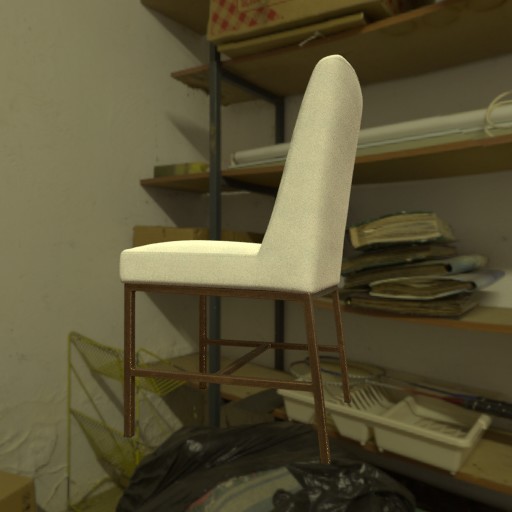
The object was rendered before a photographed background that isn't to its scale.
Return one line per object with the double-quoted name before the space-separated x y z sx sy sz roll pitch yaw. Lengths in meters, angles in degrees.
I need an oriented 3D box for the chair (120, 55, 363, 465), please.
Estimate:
"chair" 0.000 0.000 1.285 0.597 0.933 0.503 0 -1 18
